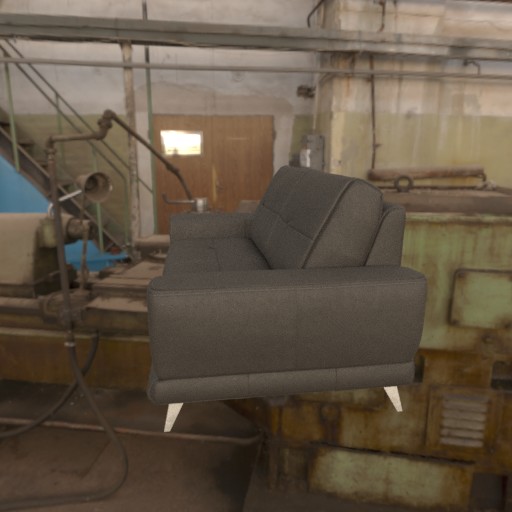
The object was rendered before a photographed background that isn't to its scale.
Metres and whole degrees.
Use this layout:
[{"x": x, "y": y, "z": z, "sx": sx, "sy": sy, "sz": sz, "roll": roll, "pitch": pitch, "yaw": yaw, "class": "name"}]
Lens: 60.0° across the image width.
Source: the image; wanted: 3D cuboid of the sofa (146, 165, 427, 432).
[{"x": 0.000, "y": 0.000, "z": 2.370, "sx": 1.018, "sy": 0.907, "sz": 1.806, "roll": -2, "pitch": 14, "yaw": -8, "class": "sofa"}]
